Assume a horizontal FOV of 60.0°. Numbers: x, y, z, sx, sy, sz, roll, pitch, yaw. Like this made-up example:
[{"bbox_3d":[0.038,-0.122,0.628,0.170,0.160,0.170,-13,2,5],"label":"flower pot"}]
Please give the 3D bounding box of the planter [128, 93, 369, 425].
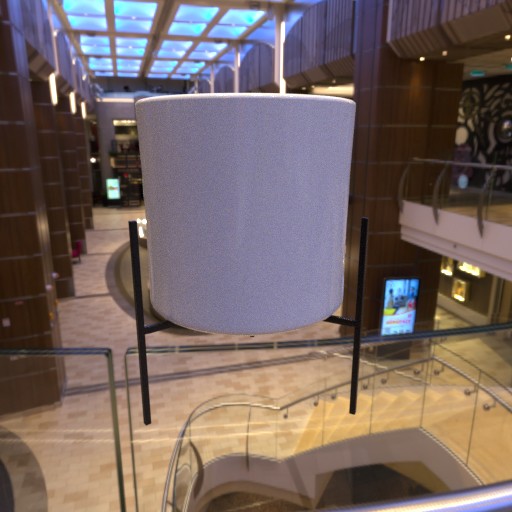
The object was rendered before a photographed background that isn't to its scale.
[{"bbox_3d":[0.000,0.000,0.731,0.361,0.480,0.360,8,17,27],"label":"planter"}]
